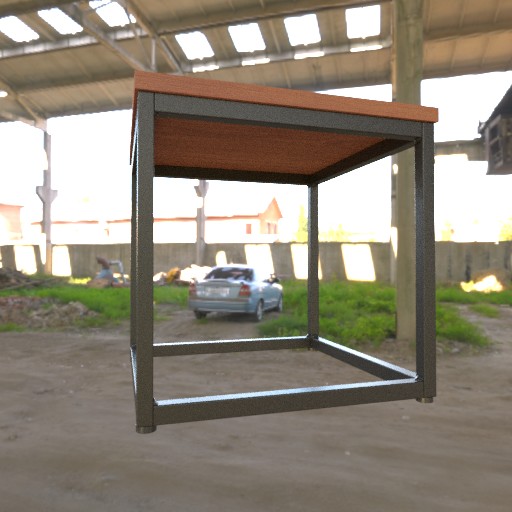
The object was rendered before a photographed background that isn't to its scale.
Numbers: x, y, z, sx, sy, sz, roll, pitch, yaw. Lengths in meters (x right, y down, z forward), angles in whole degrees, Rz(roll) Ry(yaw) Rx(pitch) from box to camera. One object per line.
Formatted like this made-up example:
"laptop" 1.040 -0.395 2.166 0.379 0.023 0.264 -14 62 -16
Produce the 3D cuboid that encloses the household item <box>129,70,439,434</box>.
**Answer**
"household item" 0.000 0.000 0.733 0.400 0.400 0.400 0 -1 -17
